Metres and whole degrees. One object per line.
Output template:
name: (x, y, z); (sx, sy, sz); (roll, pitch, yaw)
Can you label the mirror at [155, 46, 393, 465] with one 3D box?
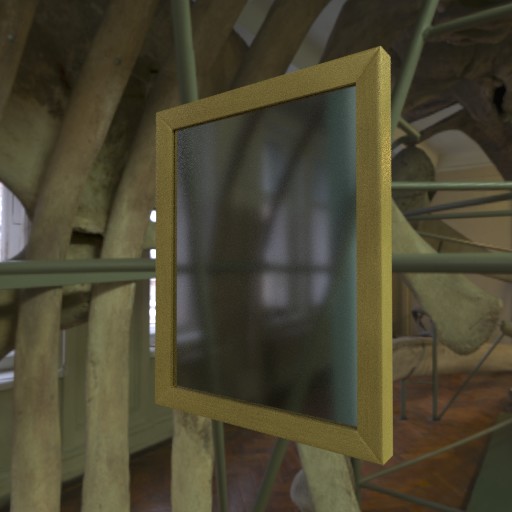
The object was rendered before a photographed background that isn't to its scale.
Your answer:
mirror: (0.000, 0.000, 0.671); (0.405, 0.508, 0.041); (-1, -1, 36)
